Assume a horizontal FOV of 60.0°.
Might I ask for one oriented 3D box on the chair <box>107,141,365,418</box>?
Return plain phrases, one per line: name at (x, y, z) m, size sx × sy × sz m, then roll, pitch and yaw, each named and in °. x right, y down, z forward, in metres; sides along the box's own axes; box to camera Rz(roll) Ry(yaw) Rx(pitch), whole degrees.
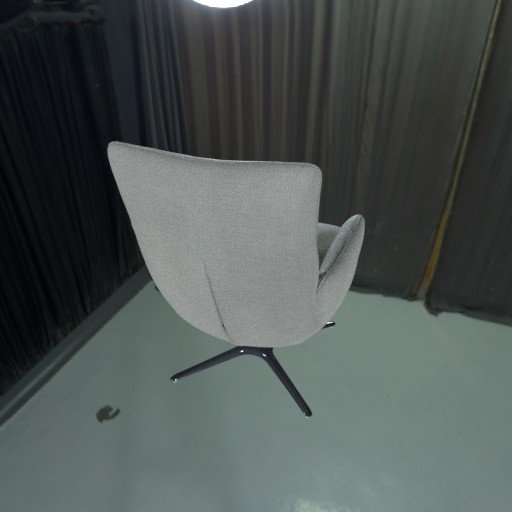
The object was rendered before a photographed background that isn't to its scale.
chair at (0.000, 0.000, 1.595) m, size 0.711 × 1.016 × 0.889 m, roll 10°, pitch 33°, yaw 15°
